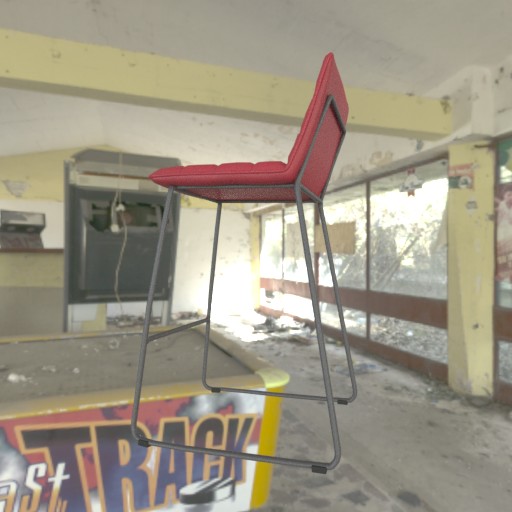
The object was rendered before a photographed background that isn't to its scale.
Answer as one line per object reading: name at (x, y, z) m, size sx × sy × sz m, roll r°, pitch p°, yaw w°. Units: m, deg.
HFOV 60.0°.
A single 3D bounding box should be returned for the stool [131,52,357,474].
stool at (0.000, 0.000, 1.250) m, size 0.524 × 0.937 × 0.489 m, roll 0°, pitch 0°, yaw 17°
